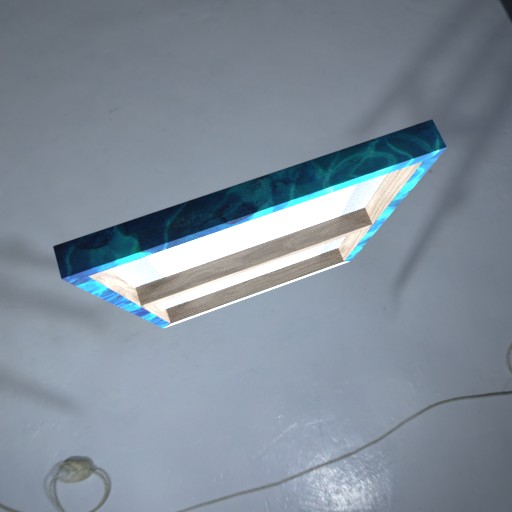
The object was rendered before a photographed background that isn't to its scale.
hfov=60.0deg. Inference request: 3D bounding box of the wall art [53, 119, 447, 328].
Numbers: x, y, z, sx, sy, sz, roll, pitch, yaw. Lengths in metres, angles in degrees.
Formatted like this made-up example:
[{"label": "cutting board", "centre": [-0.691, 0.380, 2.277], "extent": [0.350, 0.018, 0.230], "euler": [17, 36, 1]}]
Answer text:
[{"label": "wall art", "centre": [0.000, 0.000, 0.716], "extent": [0.432, 0.508, 0.038], "euler": [-19, 76, -5]}]
